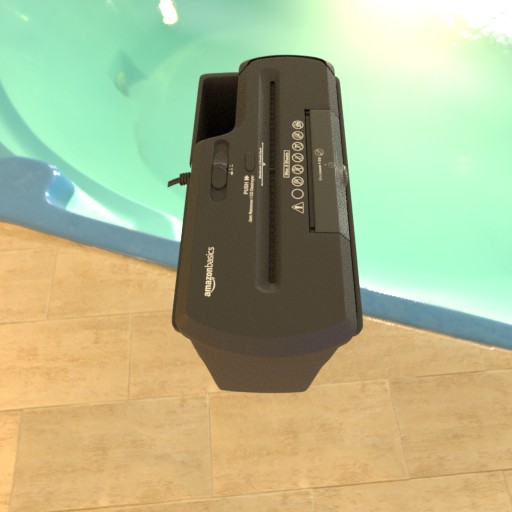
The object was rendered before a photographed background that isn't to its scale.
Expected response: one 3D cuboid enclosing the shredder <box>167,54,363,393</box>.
[{"bbox_3d":[0.000,0.000,0.523,0.170,0.335,0.320,1,62,1],"label":"shredder"}]
